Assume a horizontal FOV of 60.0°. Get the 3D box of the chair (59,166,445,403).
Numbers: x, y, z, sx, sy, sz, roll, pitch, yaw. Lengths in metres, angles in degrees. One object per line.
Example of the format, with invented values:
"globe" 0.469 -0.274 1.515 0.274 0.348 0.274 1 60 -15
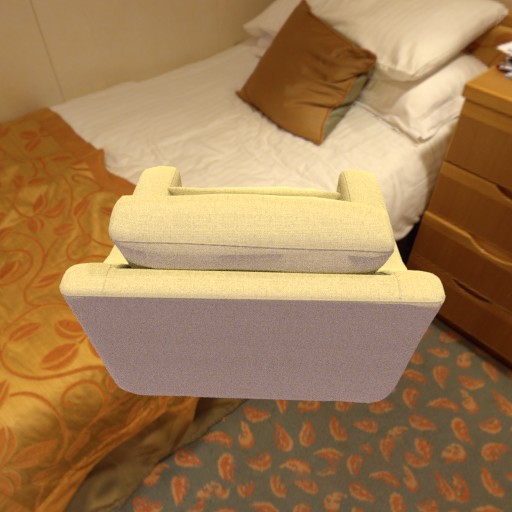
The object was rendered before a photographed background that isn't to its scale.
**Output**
"chair" 0.000 0.000 1.907 1.178 1.016 1.009 1 46 1
